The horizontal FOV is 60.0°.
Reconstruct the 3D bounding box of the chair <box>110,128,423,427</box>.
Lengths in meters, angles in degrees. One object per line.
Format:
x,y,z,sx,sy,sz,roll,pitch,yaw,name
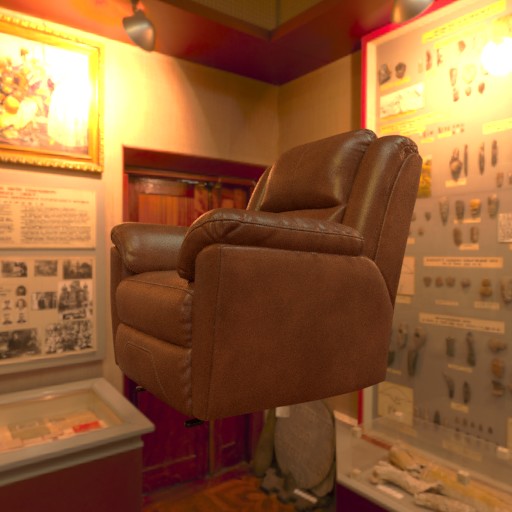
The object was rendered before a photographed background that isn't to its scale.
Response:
0.000,0.000,1.876,1.041,1.093,0.990,-1,1,-35,chair
